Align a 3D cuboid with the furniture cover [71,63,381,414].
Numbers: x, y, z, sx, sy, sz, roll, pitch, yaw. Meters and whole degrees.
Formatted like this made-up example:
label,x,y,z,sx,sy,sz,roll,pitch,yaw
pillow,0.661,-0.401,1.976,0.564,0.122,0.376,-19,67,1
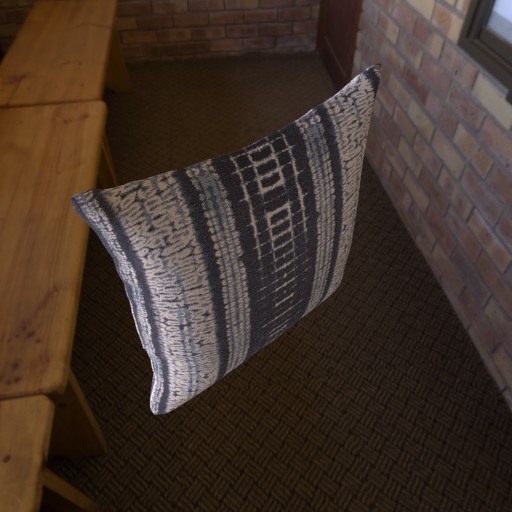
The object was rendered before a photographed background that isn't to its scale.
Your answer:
label,x,y,z,sx,sy,sz,roll,pitch,yaw
furniture cover,0.000,0.000,0.634,0.425,0.435,0.133,-32,54,-27
